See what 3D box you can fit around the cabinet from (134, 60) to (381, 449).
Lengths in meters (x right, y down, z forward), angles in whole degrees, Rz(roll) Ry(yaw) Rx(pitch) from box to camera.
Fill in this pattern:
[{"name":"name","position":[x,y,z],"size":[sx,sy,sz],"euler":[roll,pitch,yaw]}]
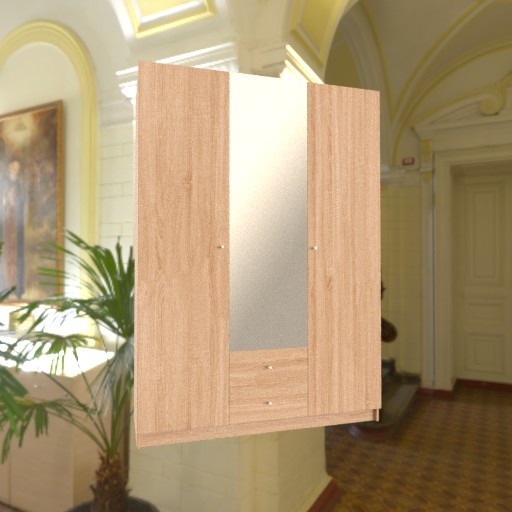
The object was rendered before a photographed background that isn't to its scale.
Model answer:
[{"name":"cabinet","position":[0.000,0.000,2.874],"size":[1.500,2.120,0.590],"euler":[0,-1,-17]}]
